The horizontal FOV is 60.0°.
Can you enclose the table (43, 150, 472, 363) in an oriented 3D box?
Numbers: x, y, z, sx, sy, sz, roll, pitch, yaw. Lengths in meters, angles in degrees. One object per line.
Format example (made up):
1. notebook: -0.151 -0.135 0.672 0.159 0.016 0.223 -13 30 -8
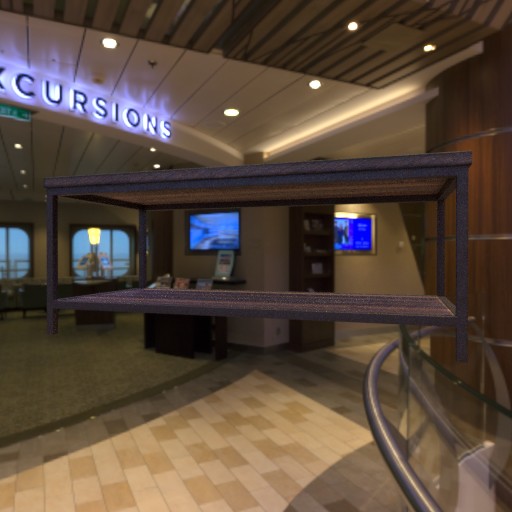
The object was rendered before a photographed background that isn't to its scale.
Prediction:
1. table: 0.000 0.000 1.193 0.990 0.399 0.452 0 0 18
